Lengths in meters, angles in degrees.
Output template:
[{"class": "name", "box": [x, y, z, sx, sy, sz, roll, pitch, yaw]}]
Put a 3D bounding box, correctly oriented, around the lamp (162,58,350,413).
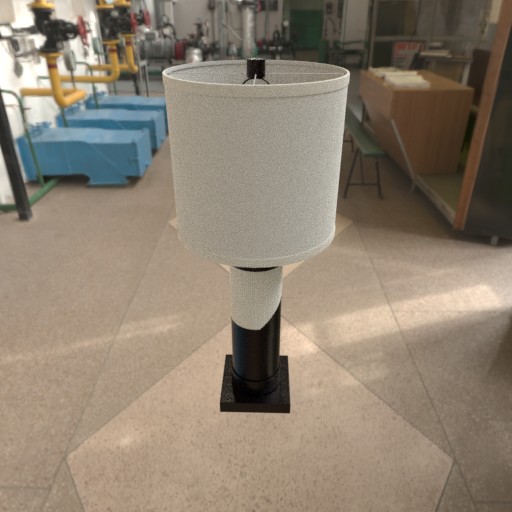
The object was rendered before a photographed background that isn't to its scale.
[{"class": "lamp", "box": [0.000, 0.000, 0.623, 0.211, 0.509, 0.211, 1, 30, 1]}]
